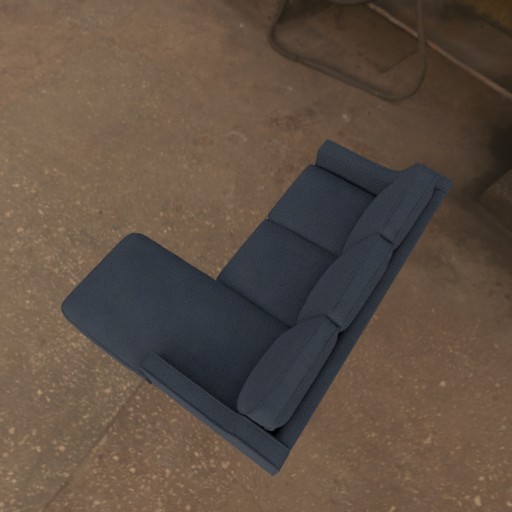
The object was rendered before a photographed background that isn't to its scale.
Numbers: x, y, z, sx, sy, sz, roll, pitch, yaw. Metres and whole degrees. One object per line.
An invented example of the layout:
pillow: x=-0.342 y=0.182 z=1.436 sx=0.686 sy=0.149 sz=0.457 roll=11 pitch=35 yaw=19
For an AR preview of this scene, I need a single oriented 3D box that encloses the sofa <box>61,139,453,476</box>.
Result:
sofa: x=0.000 y=0.000 z=3.279 sx=1.858 sy=1.066 sz=2.317 roll=31 pitch=66 yaw=16
